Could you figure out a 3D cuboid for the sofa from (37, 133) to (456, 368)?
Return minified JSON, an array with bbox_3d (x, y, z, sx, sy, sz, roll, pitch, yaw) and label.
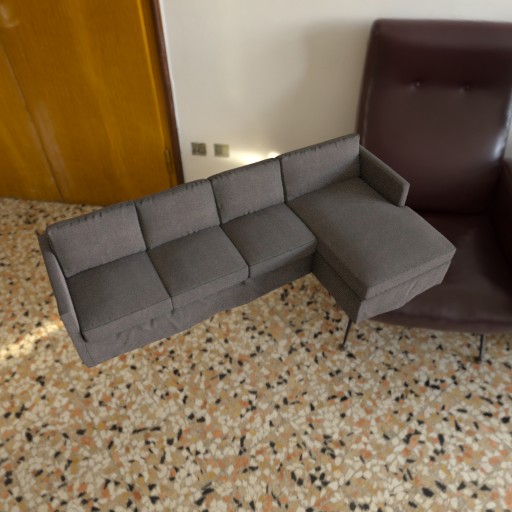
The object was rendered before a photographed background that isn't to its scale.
[{"bbox_3d":[0.000,0.000,3.834,3.205,0.922,1.650,-21,50,-19],"label":"sofa"}]
